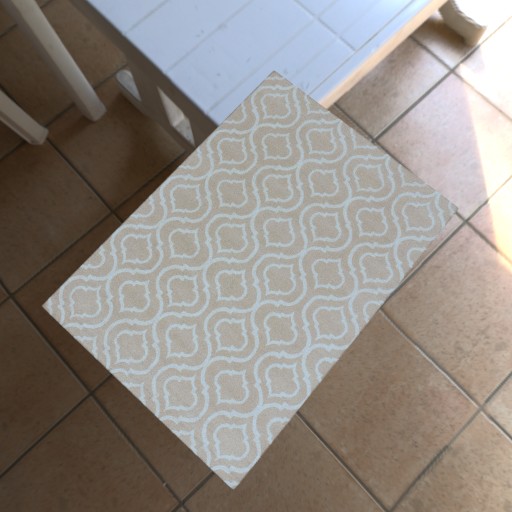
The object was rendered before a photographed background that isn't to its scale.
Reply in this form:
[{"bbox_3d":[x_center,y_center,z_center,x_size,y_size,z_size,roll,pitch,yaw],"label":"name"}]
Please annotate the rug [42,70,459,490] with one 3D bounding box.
[{"bbox_3d":[0.000,0.000,2.705,1.524,0.010,2.134,40,79,9],"label":"rug"}]
